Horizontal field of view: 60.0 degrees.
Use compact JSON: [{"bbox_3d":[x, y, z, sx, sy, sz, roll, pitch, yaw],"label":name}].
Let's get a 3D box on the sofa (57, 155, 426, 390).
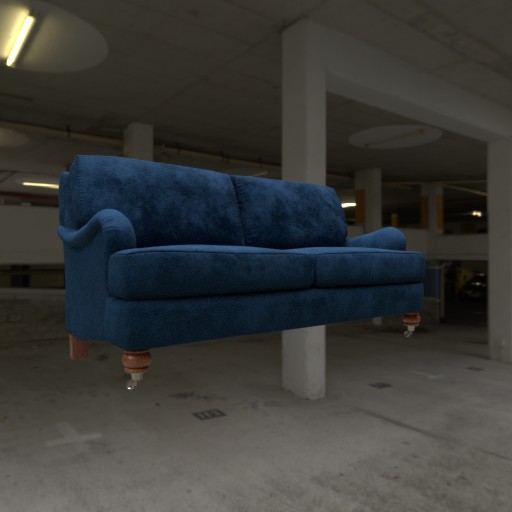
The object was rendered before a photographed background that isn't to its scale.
[{"bbox_3d":[0.000,0.000,2.740,2.141,1.101,1.084,0,0,-37],"label":"sofa"}]
